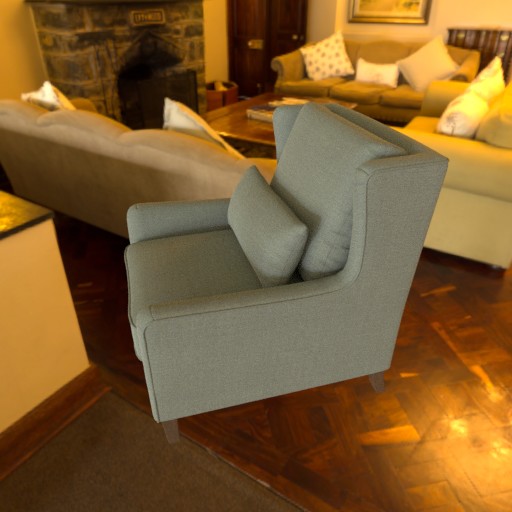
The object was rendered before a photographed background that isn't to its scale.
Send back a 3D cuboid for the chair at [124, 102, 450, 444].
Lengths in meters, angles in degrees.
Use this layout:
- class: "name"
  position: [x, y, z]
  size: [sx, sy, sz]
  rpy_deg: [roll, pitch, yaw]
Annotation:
- class: "chair"
  position: [0.000, 0.000, 1.812]
  size: [1.040, 1.056, 0.866]
  rpy_deg: [-8, 32, -14]
